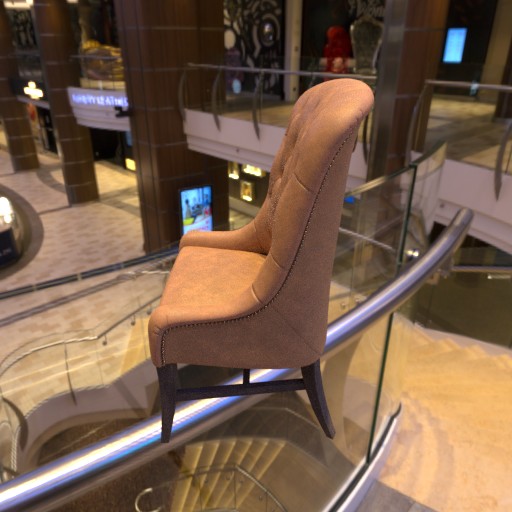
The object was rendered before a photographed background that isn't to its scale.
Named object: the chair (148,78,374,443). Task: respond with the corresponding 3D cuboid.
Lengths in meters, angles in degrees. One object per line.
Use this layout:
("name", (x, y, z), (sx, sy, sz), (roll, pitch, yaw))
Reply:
("chair", (0.000, 0.000, 1.473), (0.629, 1.091, 0.634), (0, 26, 0))
